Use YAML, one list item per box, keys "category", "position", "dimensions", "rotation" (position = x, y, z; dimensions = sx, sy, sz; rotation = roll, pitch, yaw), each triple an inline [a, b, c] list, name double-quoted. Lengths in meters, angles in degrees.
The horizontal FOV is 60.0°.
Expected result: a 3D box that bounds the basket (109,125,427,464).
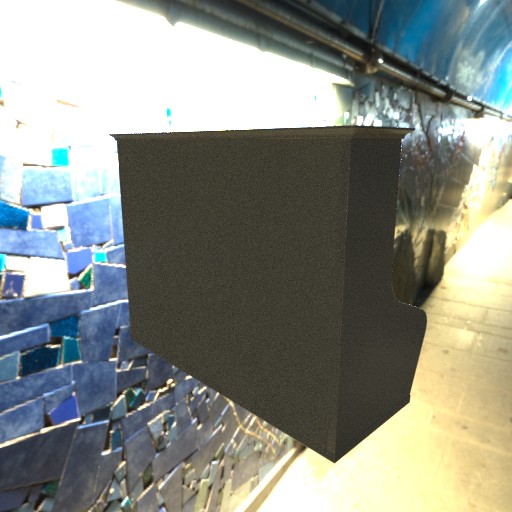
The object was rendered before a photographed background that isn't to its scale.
- category: "basket"
  position: [0.000, 0.000, 1.115]
  dimensions: [0.350, 0.600, 0.780]
  rotation: [-13, 19, -43]
